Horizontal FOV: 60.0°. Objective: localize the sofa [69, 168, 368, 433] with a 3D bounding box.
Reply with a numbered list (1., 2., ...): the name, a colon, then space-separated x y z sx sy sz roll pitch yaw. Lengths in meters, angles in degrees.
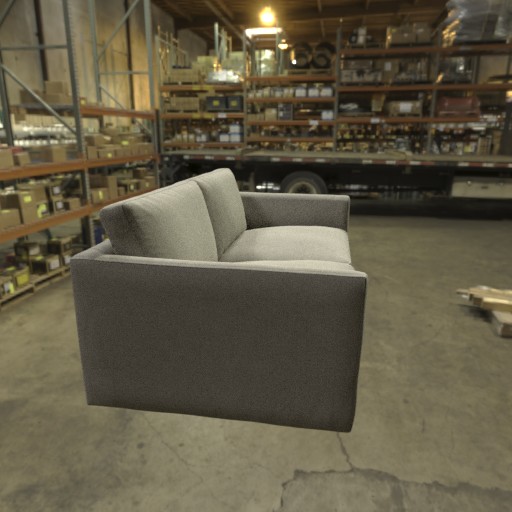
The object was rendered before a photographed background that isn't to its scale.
1. sofa: 0.000 0.000 2.490 1.091 0.839 1.905 3 16 9
